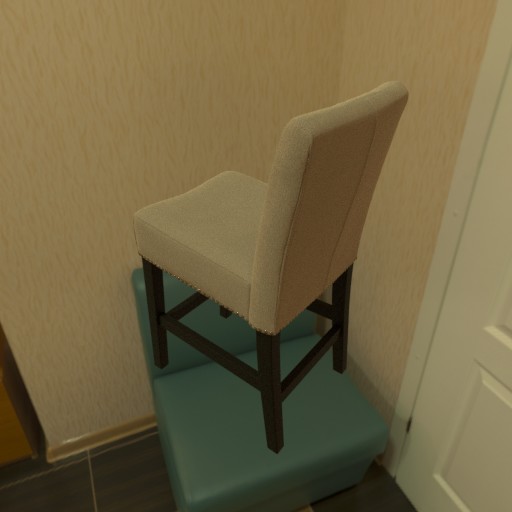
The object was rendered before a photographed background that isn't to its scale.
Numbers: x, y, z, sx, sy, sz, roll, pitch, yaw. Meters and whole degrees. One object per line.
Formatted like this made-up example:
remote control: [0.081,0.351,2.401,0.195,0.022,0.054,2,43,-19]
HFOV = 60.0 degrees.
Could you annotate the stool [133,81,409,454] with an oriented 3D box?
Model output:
stool: [0.000,0.000,1.189,0.571,0.885,0.427,22,38,31]
